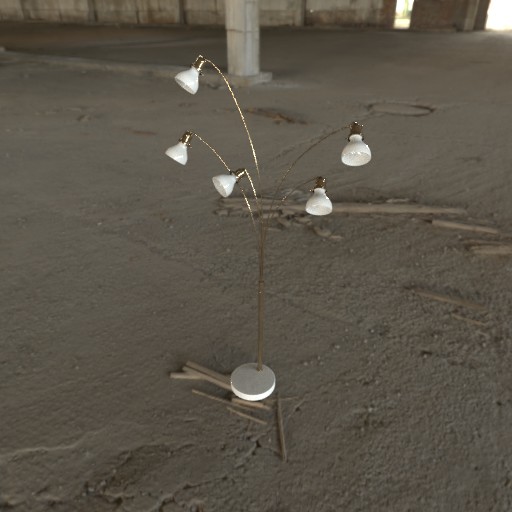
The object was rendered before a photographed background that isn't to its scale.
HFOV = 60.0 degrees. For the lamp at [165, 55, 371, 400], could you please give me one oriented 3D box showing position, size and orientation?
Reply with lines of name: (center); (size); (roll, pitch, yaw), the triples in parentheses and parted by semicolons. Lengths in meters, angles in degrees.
lamp: (0.000, 0.000, 3.004); (1.405, 2.423, 0.361); (19, 35, 29)
